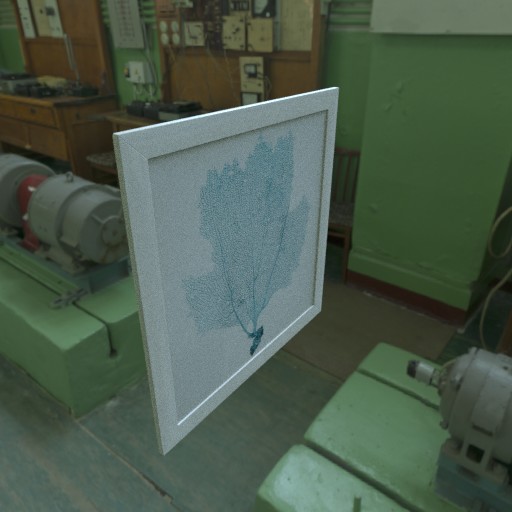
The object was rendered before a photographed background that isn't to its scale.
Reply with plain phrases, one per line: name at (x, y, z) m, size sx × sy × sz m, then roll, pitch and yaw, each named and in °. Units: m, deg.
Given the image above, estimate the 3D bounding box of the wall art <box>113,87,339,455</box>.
wall art at (0.000, 0.000, 0.892) m, size 0.013 × 0.584 × 0.584 m, roll 19°, pitch 33°, yaw 32°
